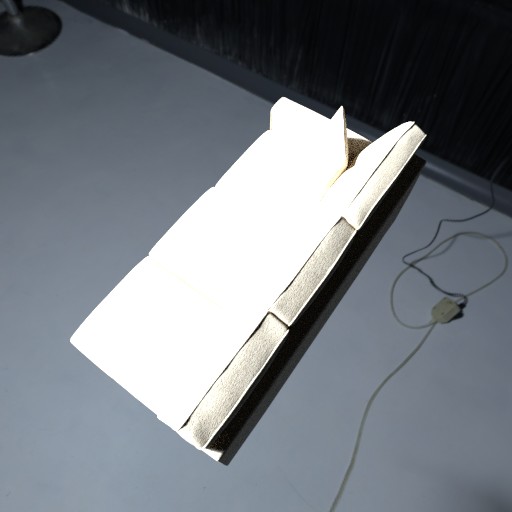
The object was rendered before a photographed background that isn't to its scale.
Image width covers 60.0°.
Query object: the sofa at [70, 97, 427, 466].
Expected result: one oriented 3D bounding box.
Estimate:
[{"bbox_3d":[0.000,0.000,2.523,1.034,0.946,1.962,33,67,16],"label":"sofa"}]
